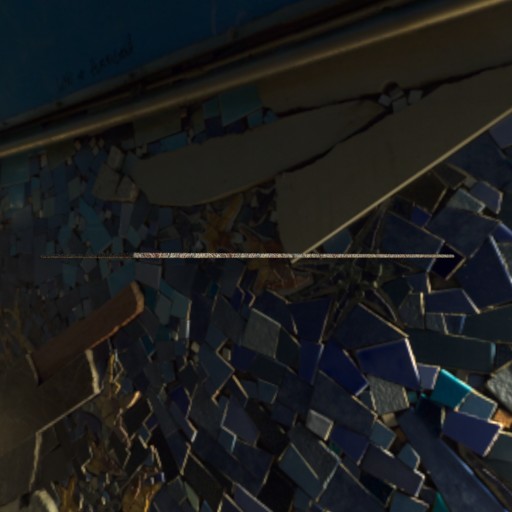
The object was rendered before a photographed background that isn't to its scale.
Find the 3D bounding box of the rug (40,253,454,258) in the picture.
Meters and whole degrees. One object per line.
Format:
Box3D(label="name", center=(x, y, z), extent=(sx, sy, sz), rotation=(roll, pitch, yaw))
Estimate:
Box3D(label="rug", center=(0.000, 0.000, 2.224), extent=(1.761, 0.014, 1.143), rotation=(0, 0, -38))
